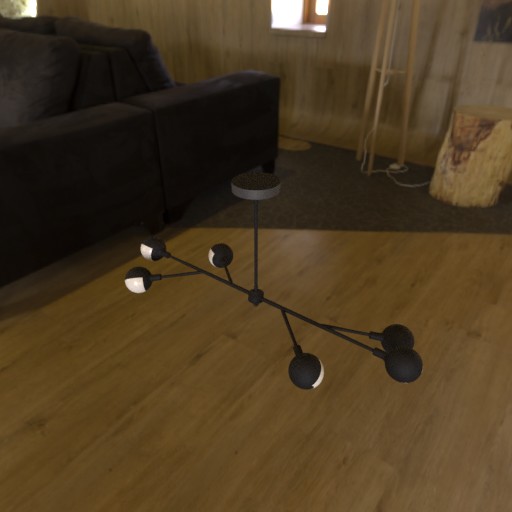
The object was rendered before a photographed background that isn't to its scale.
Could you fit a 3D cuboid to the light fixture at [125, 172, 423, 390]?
[{"bbox_3d":[0.000,0.000,1.005,0.434,0.362,0.778,-21,37,-30],"label":"light fixture"}]
